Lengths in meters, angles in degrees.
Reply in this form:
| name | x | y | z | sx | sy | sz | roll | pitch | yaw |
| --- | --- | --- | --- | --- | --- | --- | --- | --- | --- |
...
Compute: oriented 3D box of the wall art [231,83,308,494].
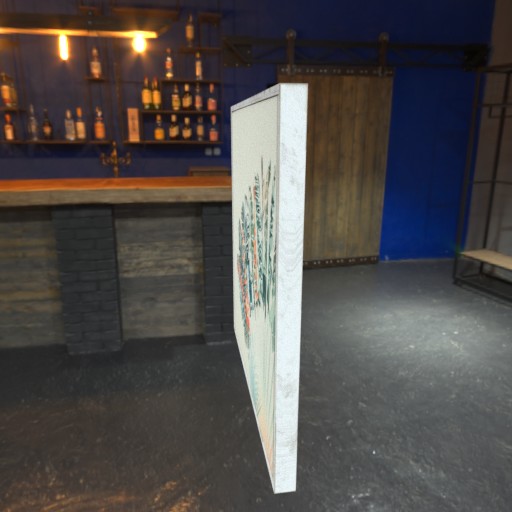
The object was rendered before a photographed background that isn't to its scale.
| name | x | y | z | sx | sy | sz | roll | pitch | yaw |
| --- | --- | --- | --- | --- | --- | --- | --- | --- | --- |
| wall art | 0.000 | 0.000 | 0.757 | 0.029 | 0.506 | 0.508 | -2 | 16 | -8 |
